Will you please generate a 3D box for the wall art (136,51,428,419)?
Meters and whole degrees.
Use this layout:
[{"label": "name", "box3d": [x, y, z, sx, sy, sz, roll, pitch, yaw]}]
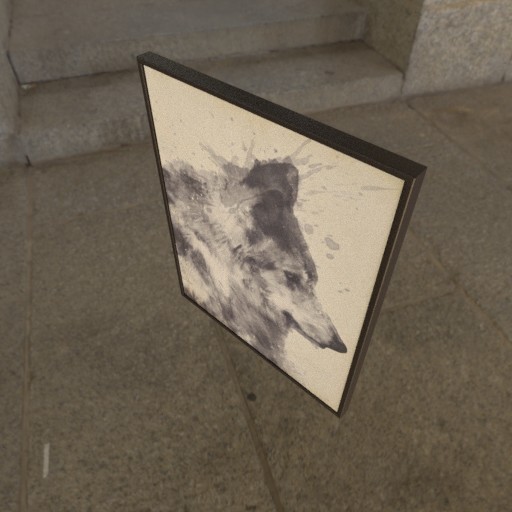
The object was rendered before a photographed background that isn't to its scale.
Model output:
[{"label": "wall art", "box3d": [0.000, 0.000, 0.750, 0.451, 0.551, 0.028, 33, 54, 28]}]
